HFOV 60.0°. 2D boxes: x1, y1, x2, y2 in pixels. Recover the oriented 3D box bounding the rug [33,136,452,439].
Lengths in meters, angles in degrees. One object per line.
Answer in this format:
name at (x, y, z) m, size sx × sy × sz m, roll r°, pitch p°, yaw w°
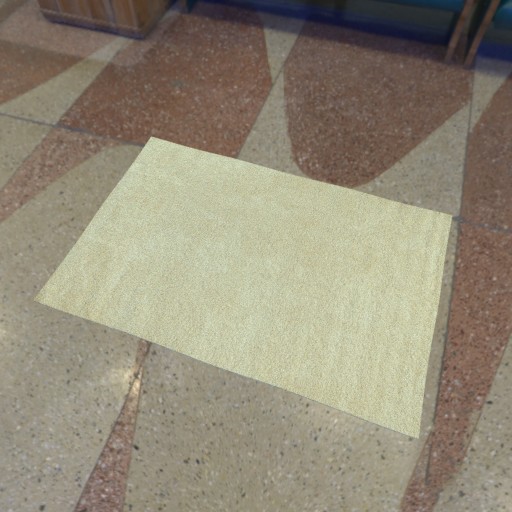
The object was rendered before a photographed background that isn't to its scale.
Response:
rug at (0.000, 0.000, 3.351) m, size 2.699 × 0.025 × 1.800 m, roll 17°, pitch 58°, yaw 11°
